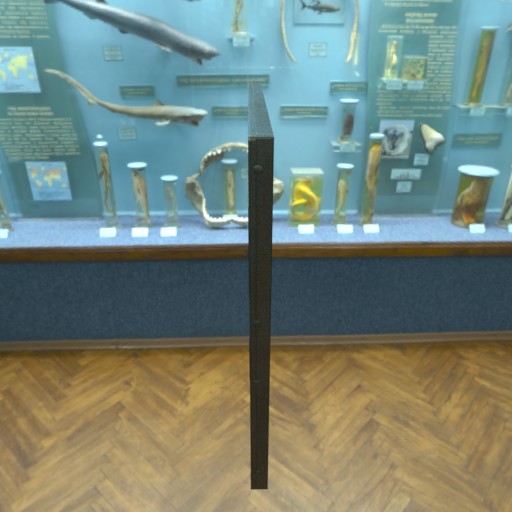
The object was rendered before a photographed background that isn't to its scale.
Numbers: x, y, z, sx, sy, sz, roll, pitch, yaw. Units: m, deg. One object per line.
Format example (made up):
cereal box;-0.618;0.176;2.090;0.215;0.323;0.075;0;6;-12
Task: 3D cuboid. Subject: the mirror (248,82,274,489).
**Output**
mirror;0.000;0.000;0.569;0.020;0.381;0.382;0;27;-1
